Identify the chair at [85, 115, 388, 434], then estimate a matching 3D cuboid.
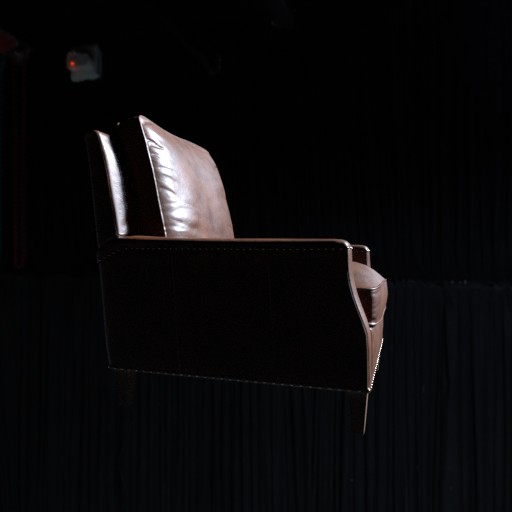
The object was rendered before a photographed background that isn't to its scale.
[{"bbox_3d":[0.000,0.000,1.832,1.035,1.054,0.854,0,0,18],"label":"chair"}]
